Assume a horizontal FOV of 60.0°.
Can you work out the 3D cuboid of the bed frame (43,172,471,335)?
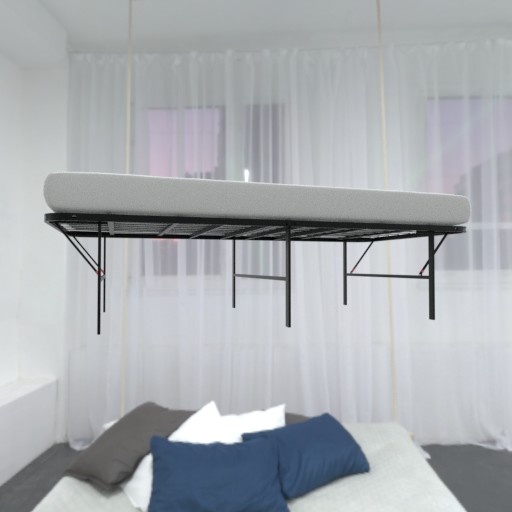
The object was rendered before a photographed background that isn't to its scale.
[{"bbox_3d":[0.000,0.000,2.306,1.903,0.619,0.989,0,-1,-18],"label":"bed frame"}]
